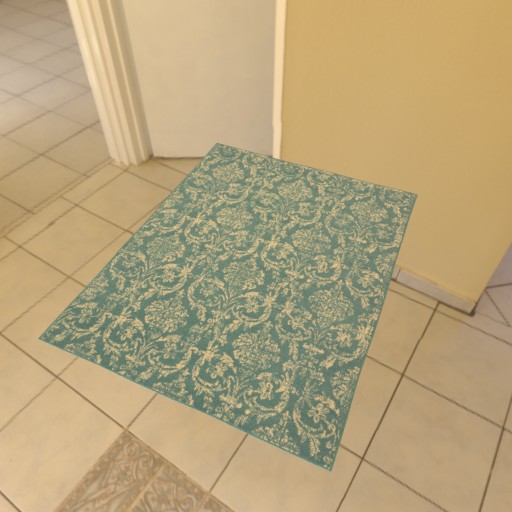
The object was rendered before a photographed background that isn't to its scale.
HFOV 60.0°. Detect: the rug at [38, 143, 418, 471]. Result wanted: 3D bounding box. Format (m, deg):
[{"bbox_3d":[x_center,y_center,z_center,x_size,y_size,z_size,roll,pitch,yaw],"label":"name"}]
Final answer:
[{"bbox_3d":[0.000,0.000,4.023,2.363,0.012,2.980,18,50,16],"label":"rug"}]
